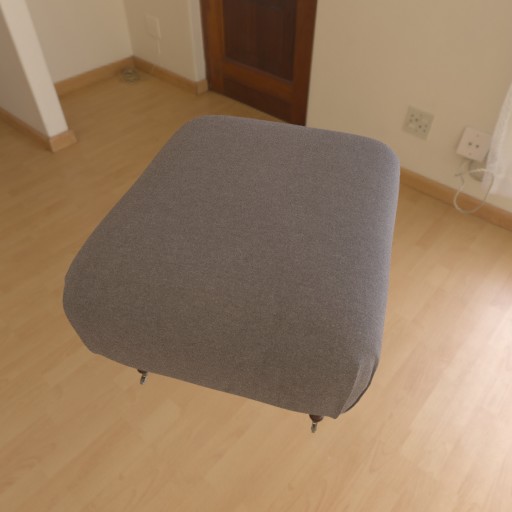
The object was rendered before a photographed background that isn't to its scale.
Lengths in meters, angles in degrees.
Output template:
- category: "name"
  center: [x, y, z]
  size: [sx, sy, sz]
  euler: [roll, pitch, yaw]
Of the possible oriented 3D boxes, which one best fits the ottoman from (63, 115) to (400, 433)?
- category: "ottoman"
  center: [0.000, 0.000, 1.116]
  size: [0.622, 0.450, 0.747]
  euler: [12, 47, 11]
